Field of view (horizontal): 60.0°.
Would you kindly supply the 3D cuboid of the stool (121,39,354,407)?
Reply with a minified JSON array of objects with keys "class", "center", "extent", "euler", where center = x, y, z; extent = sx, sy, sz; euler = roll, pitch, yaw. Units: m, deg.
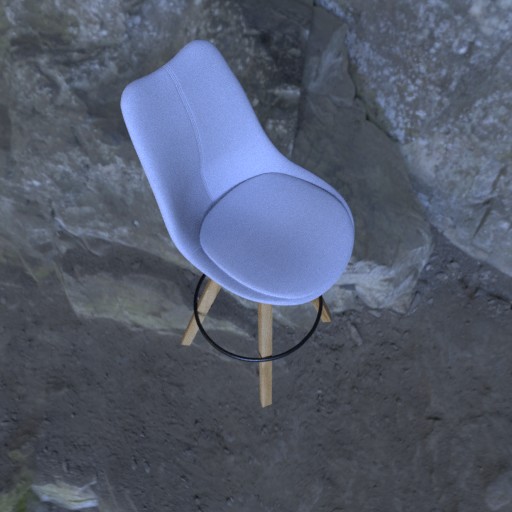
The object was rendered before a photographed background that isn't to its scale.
[{"class":"stool","center":[0.000,0.000,1.380],"extent":[0.550,1.115,0.484],"euler":[33,63,19]}]
